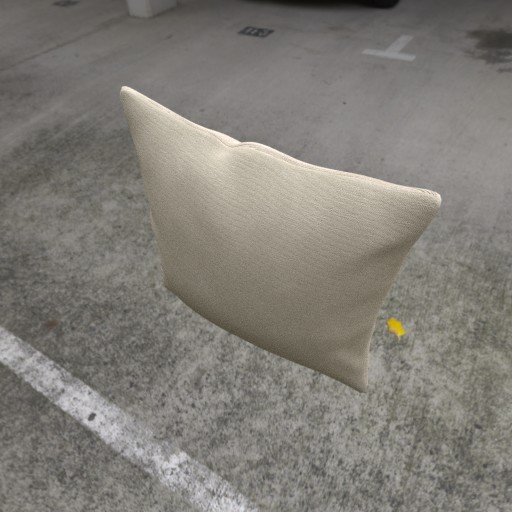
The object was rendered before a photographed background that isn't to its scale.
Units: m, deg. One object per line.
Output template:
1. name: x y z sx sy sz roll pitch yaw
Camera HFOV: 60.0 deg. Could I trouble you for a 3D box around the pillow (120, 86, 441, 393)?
1. pillow: 0.000 0.000 0.668 0.437 0.420 0.162 25 51 22
